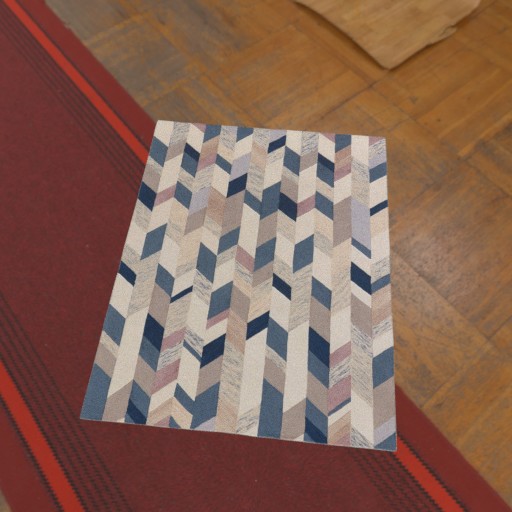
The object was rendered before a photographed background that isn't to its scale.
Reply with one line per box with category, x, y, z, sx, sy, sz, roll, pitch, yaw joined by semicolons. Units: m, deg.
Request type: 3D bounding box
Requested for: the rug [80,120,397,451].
rug;0.000;0.000;4.055;2.451;0.011;3.072;5;63;3
